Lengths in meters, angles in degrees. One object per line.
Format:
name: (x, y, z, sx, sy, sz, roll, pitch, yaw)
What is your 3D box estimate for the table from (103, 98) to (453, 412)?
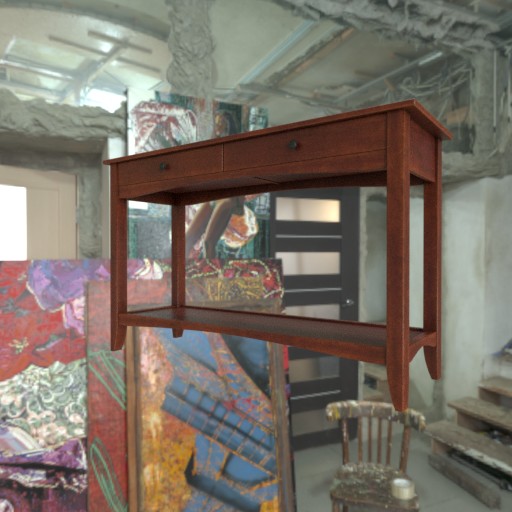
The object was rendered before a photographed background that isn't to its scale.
table: (0.000, 0.000, 1.533, 1.188, 0.739, 0.392, 0, 1, 36)
